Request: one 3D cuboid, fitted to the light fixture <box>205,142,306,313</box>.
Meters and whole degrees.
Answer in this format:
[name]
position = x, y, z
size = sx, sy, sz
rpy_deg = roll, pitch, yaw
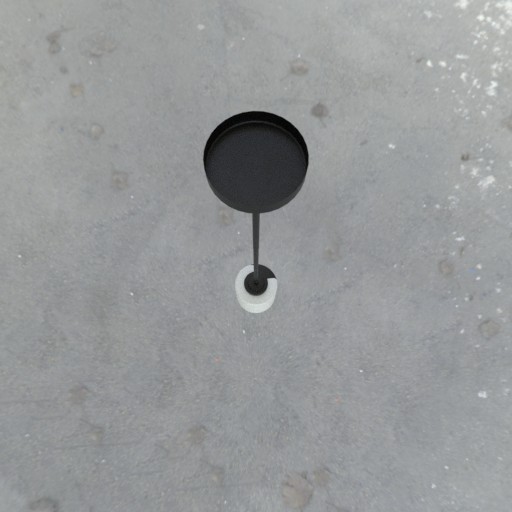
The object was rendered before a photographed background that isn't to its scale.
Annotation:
[light fixture]
position = 0.000, 0.000, 0.932
size = 0.123, 0.863, 0.123
rpy_deg = -3, 75, -1
